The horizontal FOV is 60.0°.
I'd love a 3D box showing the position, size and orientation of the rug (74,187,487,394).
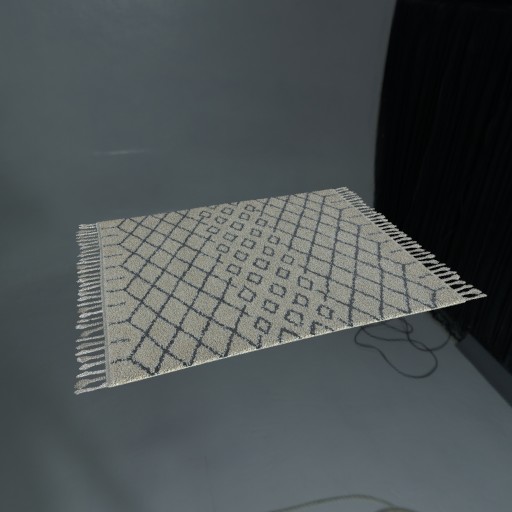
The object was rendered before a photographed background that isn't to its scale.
[{"bbox_3d":[0.000,0.000,4.169,3.213,0.030,2.388,-10,33,-16],"label":"rug"}]
